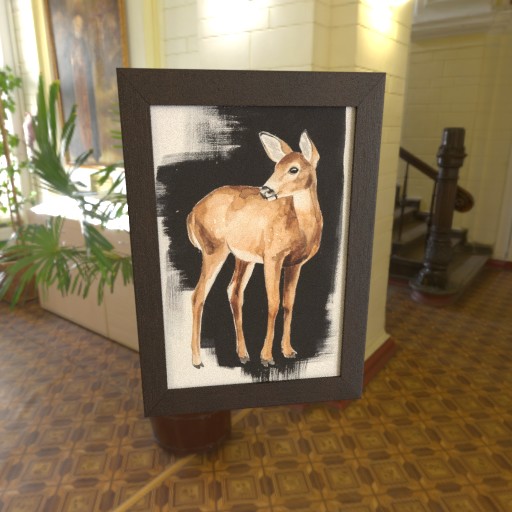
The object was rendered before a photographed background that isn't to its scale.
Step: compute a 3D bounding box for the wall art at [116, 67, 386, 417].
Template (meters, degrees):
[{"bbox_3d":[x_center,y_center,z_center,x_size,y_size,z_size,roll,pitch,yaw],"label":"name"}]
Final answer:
[{"bbox_3d":[0.000,0.000,0.662,0.359,0.513,0.017,-2,16,-8],"label":"wall art"}]
